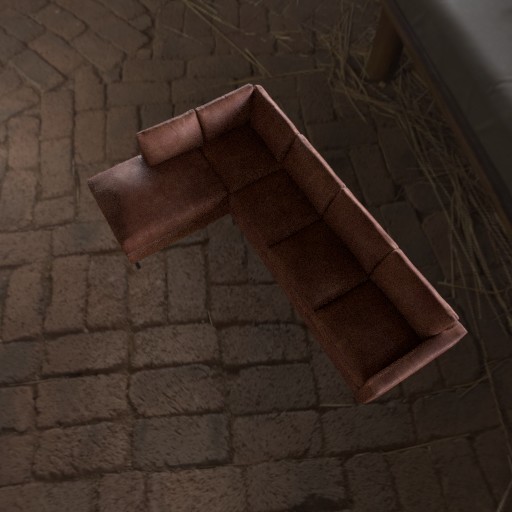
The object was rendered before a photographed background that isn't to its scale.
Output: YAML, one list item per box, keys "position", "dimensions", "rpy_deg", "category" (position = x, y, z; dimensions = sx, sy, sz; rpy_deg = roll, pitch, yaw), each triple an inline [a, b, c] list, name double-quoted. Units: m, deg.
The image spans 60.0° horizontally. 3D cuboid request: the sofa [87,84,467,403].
- position: [0.000, 0.000, 3.863]
  dimensions: [1.938, 0.877, 2.984]
  rpy_deg: [-29, 67, -14]
  category: "sofa"
